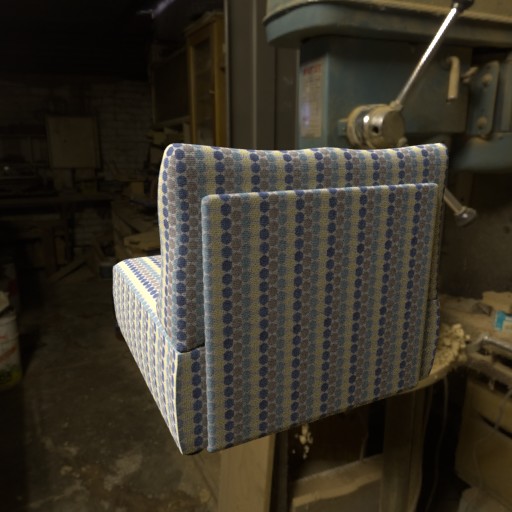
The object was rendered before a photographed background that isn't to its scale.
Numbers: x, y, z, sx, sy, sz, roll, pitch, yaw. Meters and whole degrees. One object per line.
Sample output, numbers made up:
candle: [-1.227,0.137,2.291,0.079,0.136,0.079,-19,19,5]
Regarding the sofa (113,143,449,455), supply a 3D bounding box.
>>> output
sofa: [0.000,0.000,1.683,0.930,0.830,1.000,-7,16,-26]
